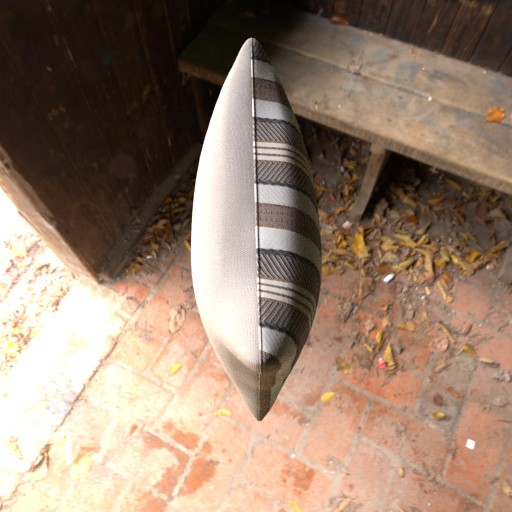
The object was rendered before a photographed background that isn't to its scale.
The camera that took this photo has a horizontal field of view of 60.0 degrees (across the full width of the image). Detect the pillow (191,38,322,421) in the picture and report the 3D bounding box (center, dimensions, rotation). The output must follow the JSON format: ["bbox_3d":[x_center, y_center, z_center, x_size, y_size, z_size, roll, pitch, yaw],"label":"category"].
[{"bbox_3d":[0.000,0.000,0.637,0.173,0.401,0.416,-1,63,-1],"label":"pillow"}]
